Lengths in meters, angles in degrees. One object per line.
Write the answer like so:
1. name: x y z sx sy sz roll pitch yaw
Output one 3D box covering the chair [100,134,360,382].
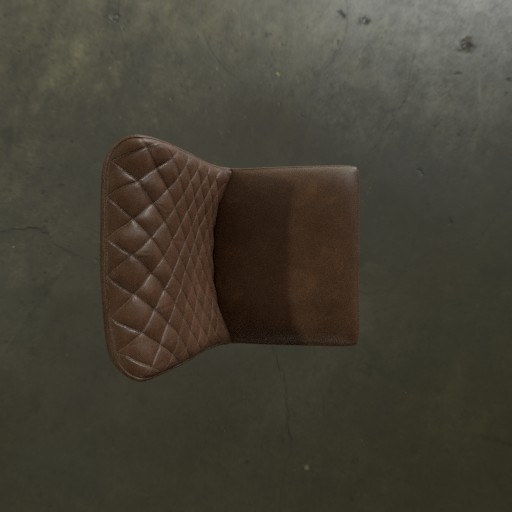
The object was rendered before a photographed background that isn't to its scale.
1. chair: 0.000 0.000 1.238 0.587 0.889 0.508 0 90 -1
